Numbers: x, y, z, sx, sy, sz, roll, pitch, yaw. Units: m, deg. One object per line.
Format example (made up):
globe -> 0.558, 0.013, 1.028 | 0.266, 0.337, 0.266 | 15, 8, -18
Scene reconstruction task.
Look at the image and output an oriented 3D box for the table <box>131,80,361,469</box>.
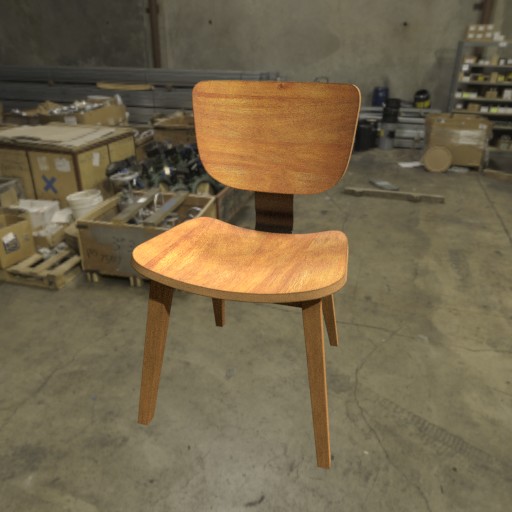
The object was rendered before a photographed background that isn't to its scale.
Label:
table -> 0.000, 0.000, 1.128 | 0.499, 0.805, 0.500 | 7, 26, 15
